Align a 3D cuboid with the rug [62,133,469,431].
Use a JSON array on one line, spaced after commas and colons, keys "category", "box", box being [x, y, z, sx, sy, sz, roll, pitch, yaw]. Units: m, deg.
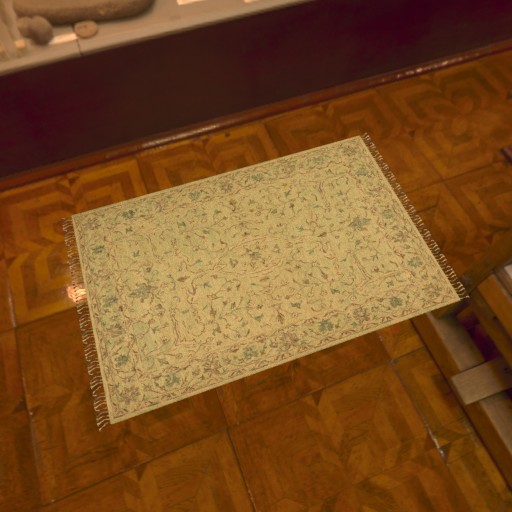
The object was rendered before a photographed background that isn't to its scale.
[{"category": "rug", "box": [0.000, 0.000, 3.042, 2.435, 0.010, 1.544, -17, 63, -9]}]
